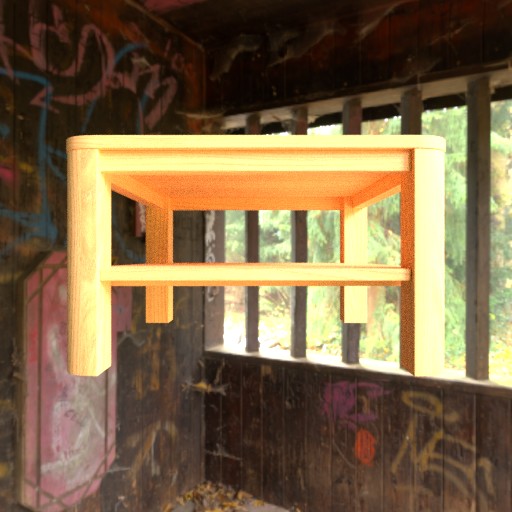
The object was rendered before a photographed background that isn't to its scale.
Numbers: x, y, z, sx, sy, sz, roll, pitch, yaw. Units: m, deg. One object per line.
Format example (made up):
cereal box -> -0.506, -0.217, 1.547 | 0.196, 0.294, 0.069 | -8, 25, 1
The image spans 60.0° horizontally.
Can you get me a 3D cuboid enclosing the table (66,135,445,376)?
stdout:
table -> 0.000, 0.000, 1.200 | 0.750, 0.450, 0.750 | 0, 0, 0
